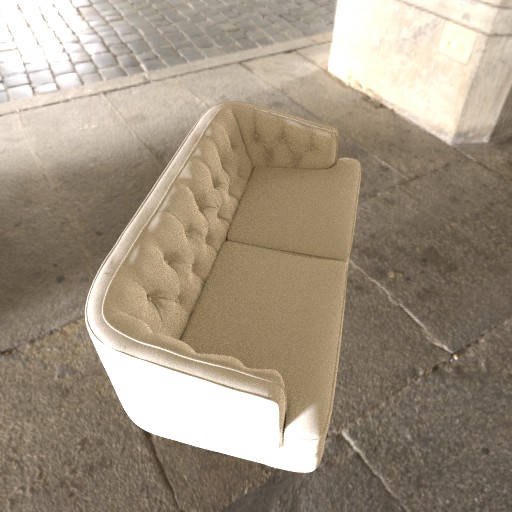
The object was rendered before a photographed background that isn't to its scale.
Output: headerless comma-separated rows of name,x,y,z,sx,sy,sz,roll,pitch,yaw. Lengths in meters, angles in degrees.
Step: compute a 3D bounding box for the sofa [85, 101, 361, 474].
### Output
sofa,0.000,0.000,2.181,0.941,0.855,1.733,10,46,9
